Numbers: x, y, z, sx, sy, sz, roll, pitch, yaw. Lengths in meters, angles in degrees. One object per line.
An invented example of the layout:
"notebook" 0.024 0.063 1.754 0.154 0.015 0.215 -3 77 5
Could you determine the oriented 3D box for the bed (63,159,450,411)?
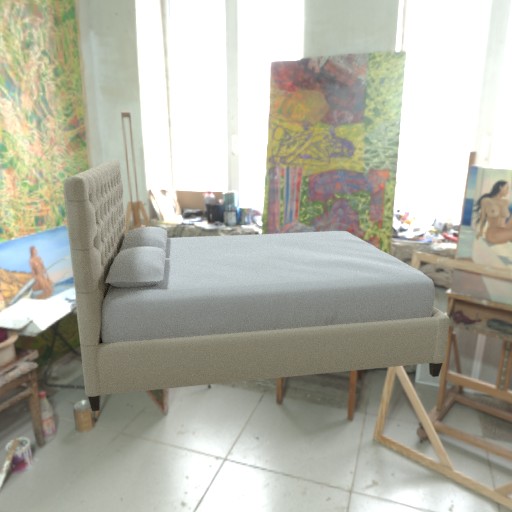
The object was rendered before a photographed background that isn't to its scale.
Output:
"bed" 0.000 0.000 3.503 2.387 1.427 1.698 -3 16 -10
